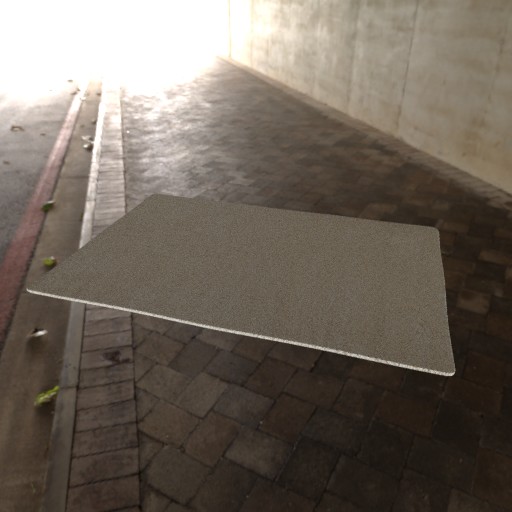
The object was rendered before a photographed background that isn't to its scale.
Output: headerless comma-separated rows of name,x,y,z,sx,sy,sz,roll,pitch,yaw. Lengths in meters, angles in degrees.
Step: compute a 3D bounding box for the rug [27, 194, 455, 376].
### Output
rug,0.000,0.000,3.372,2.698,0.025,1.798,9,31,15
